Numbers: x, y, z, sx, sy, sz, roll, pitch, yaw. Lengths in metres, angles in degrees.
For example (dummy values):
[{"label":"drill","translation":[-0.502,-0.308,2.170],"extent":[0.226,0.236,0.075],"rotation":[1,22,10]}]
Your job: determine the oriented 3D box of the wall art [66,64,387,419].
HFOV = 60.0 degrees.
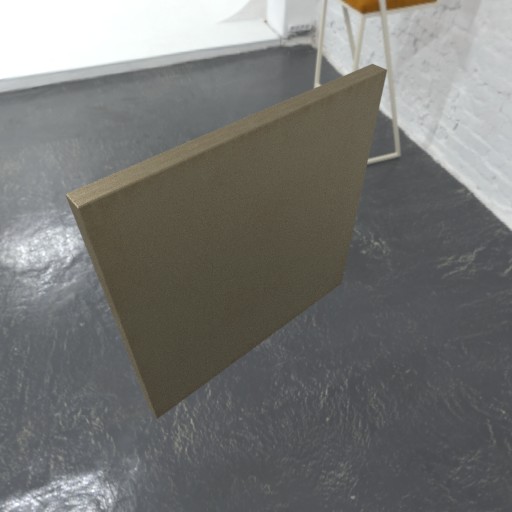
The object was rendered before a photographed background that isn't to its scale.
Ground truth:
[{"label":"wall art","translation":[0.000,0.000,0.755],"extent":[0.503,0.506,0.030],"rotation":[-32,54,-27]}]
